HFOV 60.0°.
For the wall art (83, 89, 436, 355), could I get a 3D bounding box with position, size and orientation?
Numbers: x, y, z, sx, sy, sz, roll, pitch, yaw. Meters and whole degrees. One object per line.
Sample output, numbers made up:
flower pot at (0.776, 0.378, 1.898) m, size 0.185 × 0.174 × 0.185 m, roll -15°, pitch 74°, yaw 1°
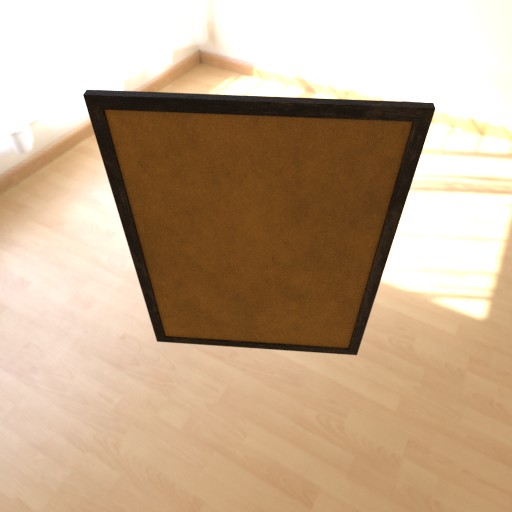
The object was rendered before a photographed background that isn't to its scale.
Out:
wall art at (0.000, 0.000, 1.415) m, size 0.812 × 1.066 × 0.029 m, roll 3°, pitch 47°, yaw 3°
